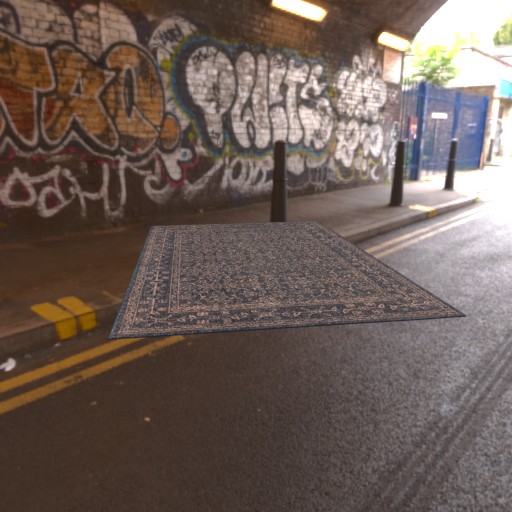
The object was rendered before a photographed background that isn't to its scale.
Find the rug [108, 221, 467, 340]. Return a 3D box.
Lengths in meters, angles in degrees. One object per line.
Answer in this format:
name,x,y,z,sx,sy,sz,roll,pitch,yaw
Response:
rug,0.000,0.000,2.311,1.200,0.005,1.819,-2,15,-8
